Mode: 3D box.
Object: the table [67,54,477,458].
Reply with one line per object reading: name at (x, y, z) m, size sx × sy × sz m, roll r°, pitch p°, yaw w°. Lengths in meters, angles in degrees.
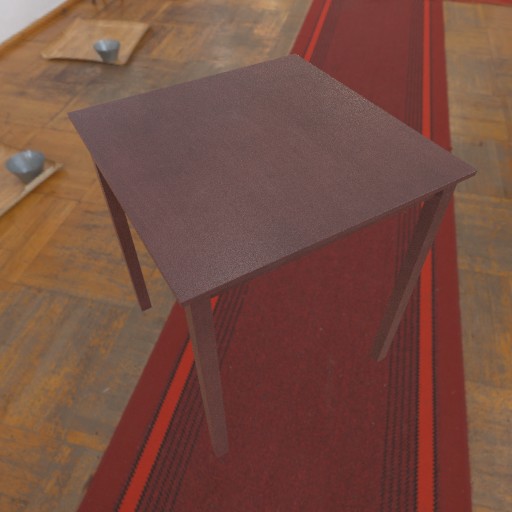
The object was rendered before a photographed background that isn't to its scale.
table at (0.000, 0.000, 1.645) m, size 0.861 × 0.991 × 0.861 m, roll -24°, pitch 51°, yaw -20°
